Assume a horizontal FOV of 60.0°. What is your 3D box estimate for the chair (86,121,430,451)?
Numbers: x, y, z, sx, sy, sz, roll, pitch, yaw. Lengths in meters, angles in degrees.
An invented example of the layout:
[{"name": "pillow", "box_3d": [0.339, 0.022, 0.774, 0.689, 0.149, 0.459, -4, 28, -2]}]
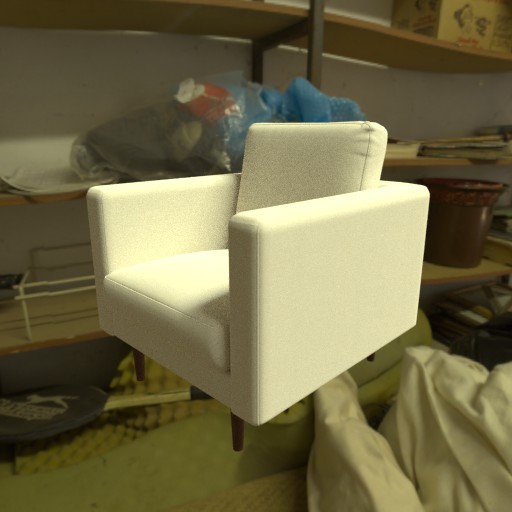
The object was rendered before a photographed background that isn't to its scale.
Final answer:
[{"name": "chair", "box_3d": [0.000, 0.000, 1.541, 0.831, 0.899, 0.879, 15, 22, 43]}]
